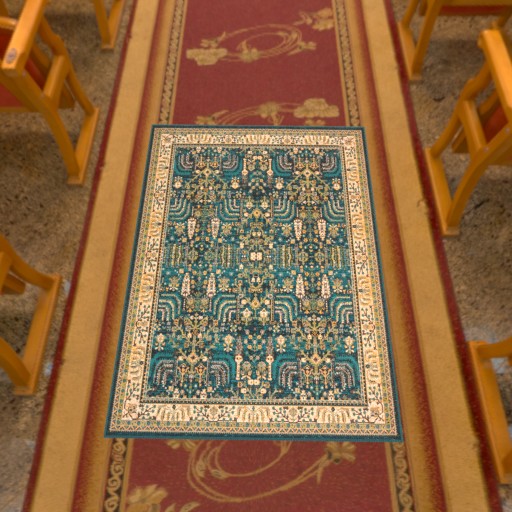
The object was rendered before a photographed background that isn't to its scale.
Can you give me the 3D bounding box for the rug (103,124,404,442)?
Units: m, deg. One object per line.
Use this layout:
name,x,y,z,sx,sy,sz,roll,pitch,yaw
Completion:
rug,0.000,0.000,3.959,2.226,0.015,3.044,1,64,0
